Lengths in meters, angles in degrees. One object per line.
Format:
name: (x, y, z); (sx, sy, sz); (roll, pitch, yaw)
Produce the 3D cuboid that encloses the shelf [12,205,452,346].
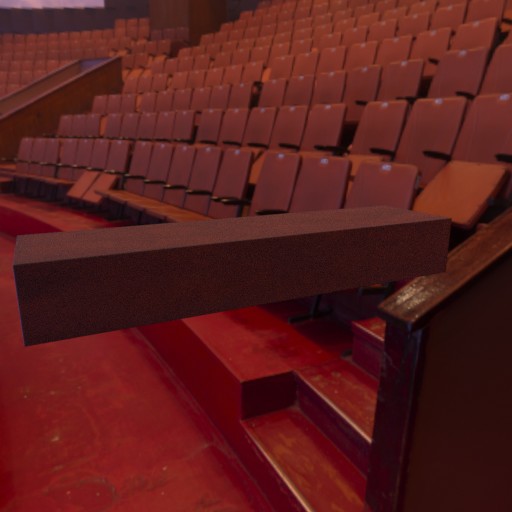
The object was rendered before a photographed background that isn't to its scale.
shelf: (0.000, 0.000, 0.641); (0.607, 0.088, 0.152); (-7, 16, -25)
